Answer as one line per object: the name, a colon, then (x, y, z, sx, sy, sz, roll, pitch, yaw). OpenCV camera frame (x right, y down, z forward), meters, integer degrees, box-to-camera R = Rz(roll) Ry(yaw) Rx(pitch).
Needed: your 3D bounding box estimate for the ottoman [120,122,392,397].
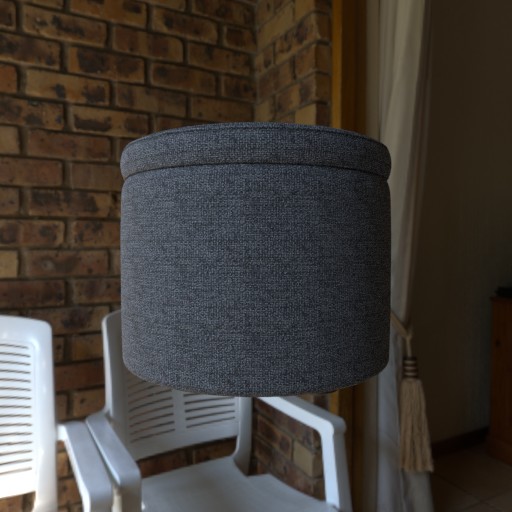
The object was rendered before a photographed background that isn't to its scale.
ottoman: (0.000, 0.000, 0.890, 0.520, 0.430, 0.520, 0, 2, 0)
